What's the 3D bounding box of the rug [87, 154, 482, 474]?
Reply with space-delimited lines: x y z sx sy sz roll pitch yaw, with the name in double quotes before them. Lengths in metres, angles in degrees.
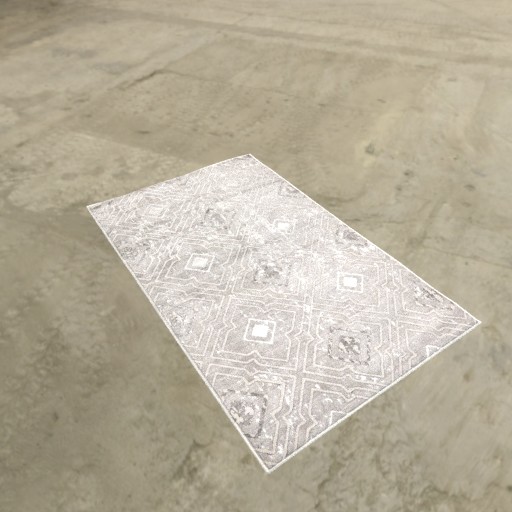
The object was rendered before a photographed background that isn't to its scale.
"rug" 0.000 0.000 3.016 1.537 0.036 2.447 -24 47 -25
